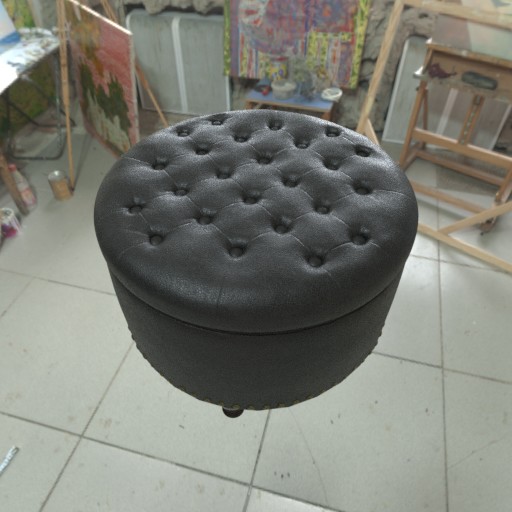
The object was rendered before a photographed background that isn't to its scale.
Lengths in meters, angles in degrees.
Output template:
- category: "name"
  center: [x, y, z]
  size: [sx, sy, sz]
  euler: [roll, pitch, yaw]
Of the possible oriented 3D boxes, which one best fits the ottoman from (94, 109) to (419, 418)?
- category: "ottoman"
  center: [0.000, 0.000, 1.024]
  size: [0.637, 0.442, 0.637]
  euler: [0, 45, 0]
